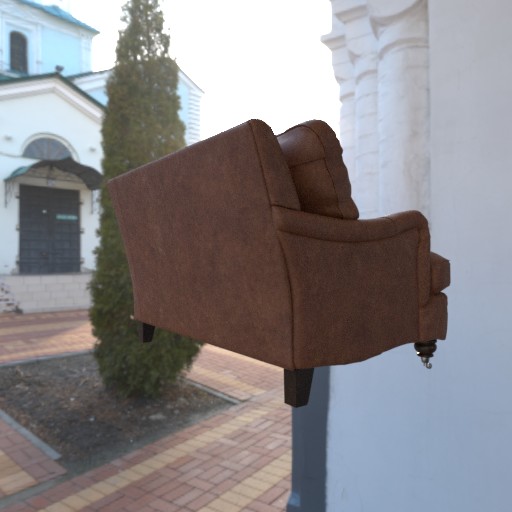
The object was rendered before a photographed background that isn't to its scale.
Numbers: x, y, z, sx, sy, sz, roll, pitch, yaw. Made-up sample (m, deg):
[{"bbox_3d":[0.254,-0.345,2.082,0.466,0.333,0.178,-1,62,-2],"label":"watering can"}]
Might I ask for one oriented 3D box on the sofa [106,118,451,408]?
[{"bbox_3d":[0.000,0.000,2.231,1.077,1.004,1.527,0,0,-36],"label":"sofa"}]
